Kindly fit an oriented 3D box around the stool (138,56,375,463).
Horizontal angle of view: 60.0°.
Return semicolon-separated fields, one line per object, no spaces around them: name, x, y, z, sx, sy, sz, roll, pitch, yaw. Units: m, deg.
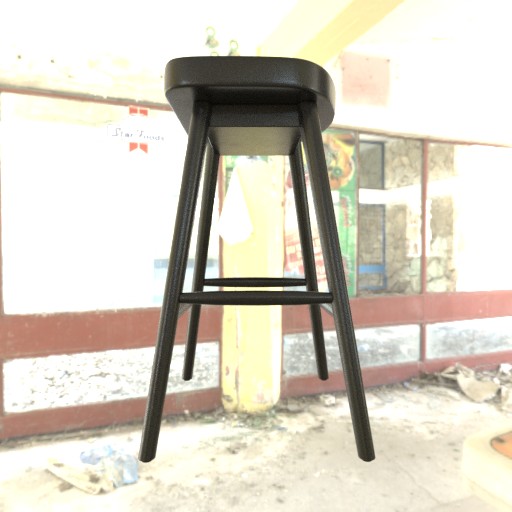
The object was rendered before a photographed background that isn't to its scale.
stool;0.000;0.000;0.877;0.361;0.615;0.440;0;1;0
